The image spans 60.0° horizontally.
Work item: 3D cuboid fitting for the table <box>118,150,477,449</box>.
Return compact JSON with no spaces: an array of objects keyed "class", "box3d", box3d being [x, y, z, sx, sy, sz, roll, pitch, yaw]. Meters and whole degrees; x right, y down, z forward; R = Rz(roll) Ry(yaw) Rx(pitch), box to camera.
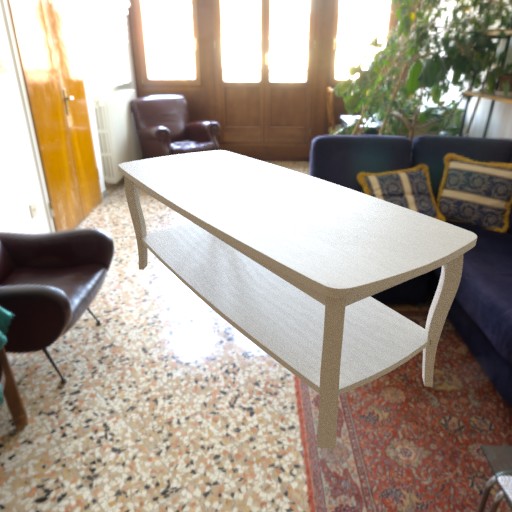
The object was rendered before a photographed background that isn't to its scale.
[{"class":"table","box3d":[0.000,0.000,1.571,0.561,0.474,1.334,-16,30,-31]}]
